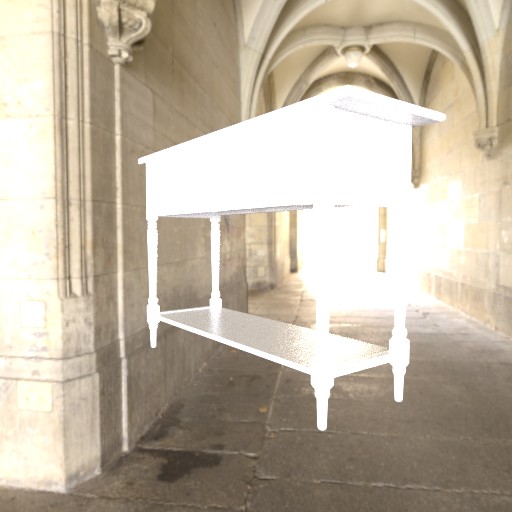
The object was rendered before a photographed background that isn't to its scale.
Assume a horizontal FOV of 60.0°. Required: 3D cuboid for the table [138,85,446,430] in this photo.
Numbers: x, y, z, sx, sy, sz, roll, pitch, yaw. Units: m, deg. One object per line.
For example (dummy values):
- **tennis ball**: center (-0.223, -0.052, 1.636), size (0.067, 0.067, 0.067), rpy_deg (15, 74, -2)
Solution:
- **table**: center (0.000, 0.000, 1.578), size (0.384, 0.808, 1.197), rpy_deg (-2, 3, -37)
